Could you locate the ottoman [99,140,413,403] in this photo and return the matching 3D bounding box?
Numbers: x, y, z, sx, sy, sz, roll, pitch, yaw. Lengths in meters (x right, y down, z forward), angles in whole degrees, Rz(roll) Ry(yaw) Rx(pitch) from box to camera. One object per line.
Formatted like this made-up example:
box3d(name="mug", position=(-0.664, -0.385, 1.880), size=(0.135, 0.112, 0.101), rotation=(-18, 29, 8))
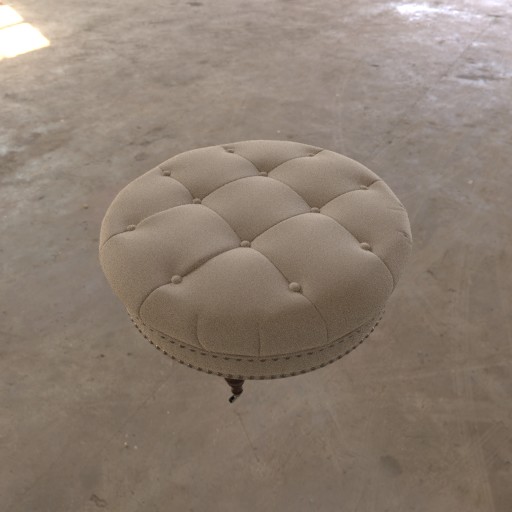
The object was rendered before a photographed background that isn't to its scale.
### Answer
box3d(name="ottoman", position=(0.000, 0.000, 1.407), size=(0.901, 0.439, 0.901), rotation=(0, 42, 0))
